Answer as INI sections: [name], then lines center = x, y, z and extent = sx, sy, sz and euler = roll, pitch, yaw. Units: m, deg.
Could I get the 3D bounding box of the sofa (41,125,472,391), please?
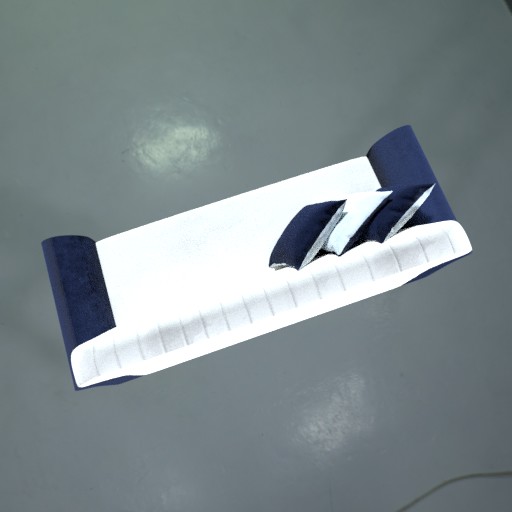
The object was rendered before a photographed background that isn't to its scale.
[sofa]
center = 0.000, 0.000, 2.350
extent = 2.006, 0.789, 0.749
euler = -18, 76, -5
